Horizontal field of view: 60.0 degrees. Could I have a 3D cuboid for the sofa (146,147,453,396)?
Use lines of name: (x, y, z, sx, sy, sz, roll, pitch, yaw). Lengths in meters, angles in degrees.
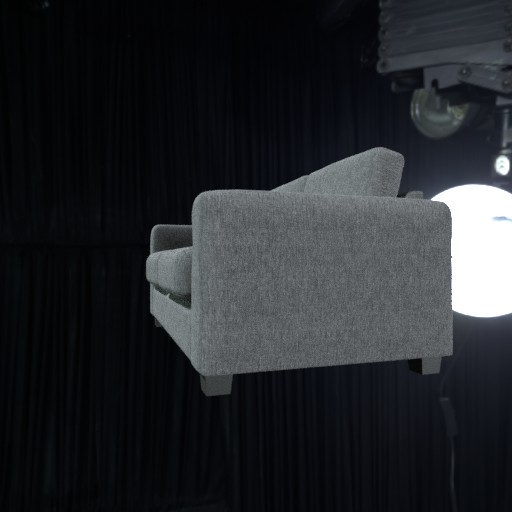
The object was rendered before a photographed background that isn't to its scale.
sofa: (0.000, 0.000, 2.039, 0.900, 0.800, 1.520, 0, 0, -18)
